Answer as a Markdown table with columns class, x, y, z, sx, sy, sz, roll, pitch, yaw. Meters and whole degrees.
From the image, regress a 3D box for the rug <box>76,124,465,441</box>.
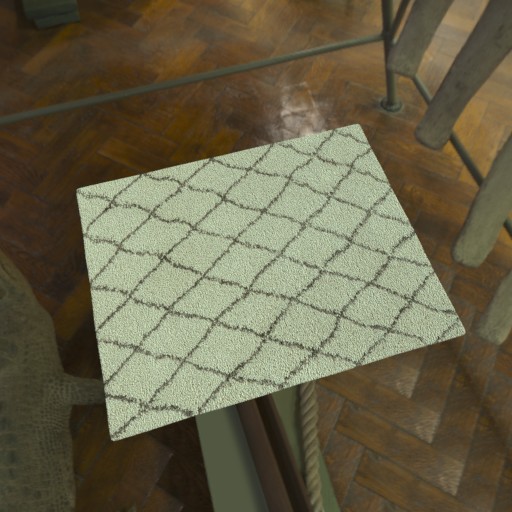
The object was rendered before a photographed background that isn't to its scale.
| class | x | y | z | sx | sy | sz | roll | pitch | yaw |
| --- | --- | --- | --- | --- | --- | --- | --- | --- | --- |
| rug | 0.000 | 0.000 | 4.120 | 3.047 | 0.029 | 2.438 | -15 | 65 | -7 |
